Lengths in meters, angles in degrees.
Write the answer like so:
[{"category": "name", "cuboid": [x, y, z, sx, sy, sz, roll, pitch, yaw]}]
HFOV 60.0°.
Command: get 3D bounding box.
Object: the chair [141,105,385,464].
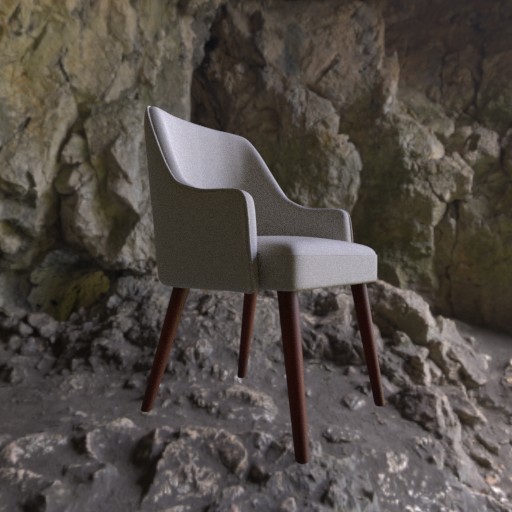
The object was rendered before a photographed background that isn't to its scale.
[{"category": "chair", "cuboid": [0.000, 0.000, 1.242, 0.580, 0.840, 0.560, 0, 0, 37]}]
